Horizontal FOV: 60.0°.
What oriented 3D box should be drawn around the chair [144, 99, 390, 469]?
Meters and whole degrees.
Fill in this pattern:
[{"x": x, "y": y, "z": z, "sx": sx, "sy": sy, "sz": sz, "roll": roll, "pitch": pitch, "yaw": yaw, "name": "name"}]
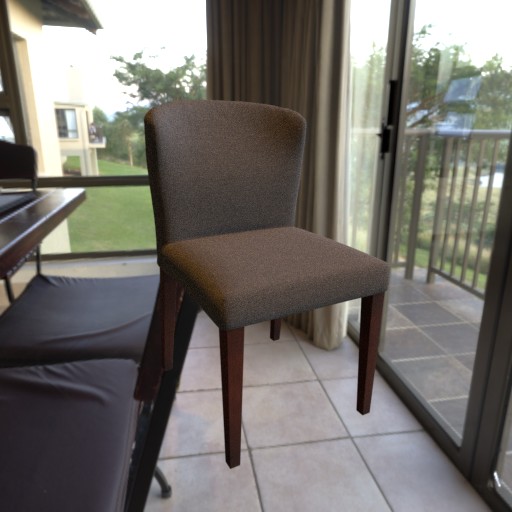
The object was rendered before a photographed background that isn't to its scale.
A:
[{"x": 0.000, "y": 0.000, "z": 1.238, "sx": 0.491, "sy": 0.839, "sz": 0.589, "roll": -9, "pitch": 20, "yaw": -27, "name": "chair"}]
